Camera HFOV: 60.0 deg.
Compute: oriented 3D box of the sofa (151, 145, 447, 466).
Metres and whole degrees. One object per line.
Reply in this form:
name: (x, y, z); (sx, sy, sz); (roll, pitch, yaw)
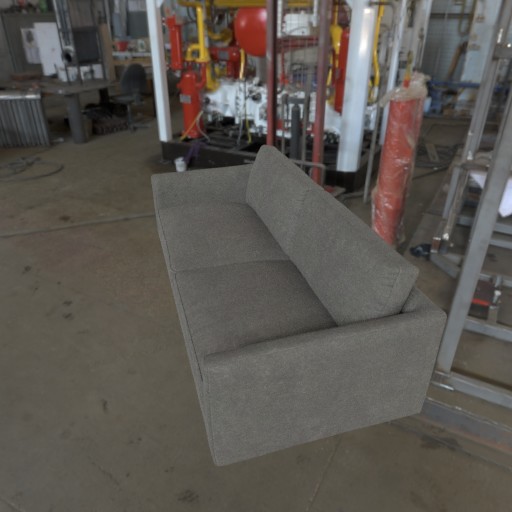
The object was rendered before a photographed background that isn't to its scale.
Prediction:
sofa: (0.000, 0.000, 2.823); (1.092, 0.838, 2.257); (-8, 31, -14)
